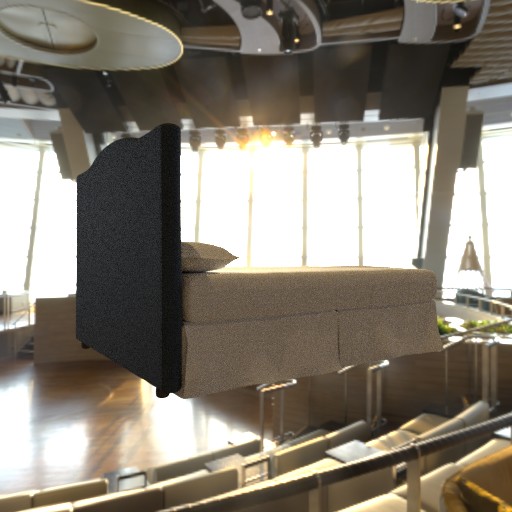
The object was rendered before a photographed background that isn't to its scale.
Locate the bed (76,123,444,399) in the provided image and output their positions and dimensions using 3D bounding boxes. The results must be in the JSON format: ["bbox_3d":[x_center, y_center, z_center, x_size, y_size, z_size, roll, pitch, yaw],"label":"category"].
[{"bbox_3d":[0.000,0.000,3.458,2.282,1.436,1.821,0,0,-35],"label":"bed"}]
